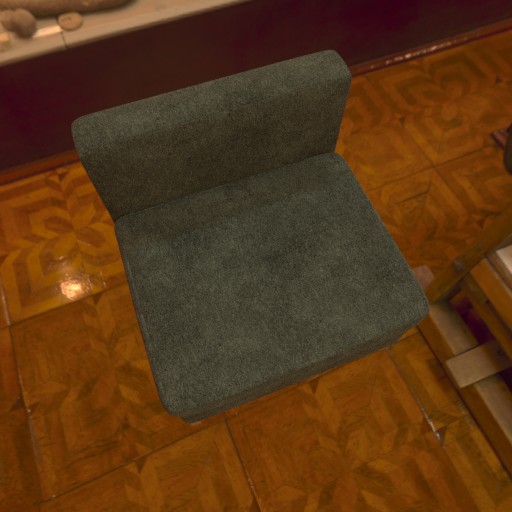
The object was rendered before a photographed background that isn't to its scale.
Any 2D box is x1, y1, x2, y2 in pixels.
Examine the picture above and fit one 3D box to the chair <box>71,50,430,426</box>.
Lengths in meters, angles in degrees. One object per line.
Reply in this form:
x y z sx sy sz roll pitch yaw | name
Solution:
0.000 0.000 1.199 0.680 0.660 0.680 -19 65 -9 | chair
